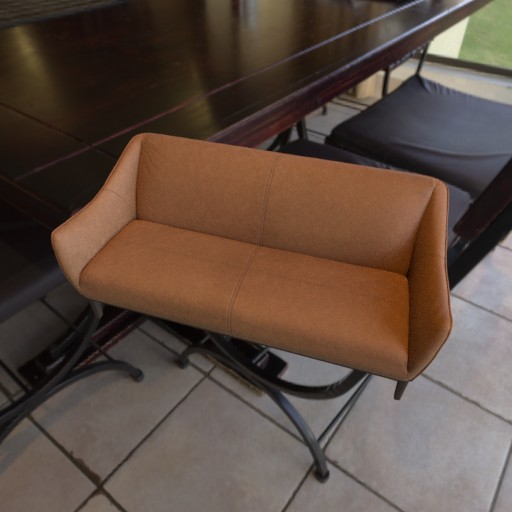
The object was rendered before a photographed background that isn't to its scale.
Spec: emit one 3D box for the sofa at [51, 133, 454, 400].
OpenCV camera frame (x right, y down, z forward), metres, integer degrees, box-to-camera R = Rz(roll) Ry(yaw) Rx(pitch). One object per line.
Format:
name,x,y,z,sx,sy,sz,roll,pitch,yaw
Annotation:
sofa,0.000,0.000,2.407,1.928,0.830,0.869,12,42,14
